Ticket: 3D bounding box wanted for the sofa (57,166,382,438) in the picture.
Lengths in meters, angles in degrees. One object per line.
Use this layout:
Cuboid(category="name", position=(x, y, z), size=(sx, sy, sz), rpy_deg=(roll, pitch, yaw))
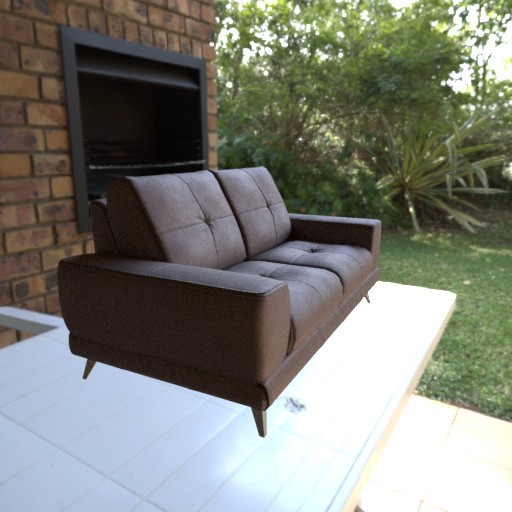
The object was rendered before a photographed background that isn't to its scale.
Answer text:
Cuboid(category="sofa", position=(0.000, 0.000, 2.411), size=(1.018, 0.907, 1.806), rpy_deg=(7, 15, 27))
